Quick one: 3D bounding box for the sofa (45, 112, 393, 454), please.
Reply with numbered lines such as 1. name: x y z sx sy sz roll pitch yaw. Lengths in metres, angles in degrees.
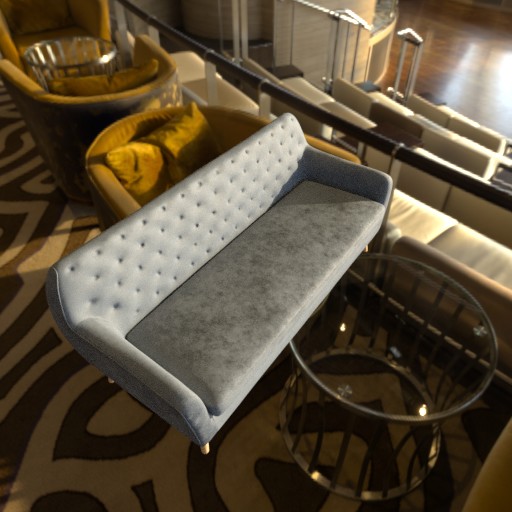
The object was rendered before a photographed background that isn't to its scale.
1. sofa: 0.000 0.000 2.463 0.841 0.832 1.975 25 48 25
